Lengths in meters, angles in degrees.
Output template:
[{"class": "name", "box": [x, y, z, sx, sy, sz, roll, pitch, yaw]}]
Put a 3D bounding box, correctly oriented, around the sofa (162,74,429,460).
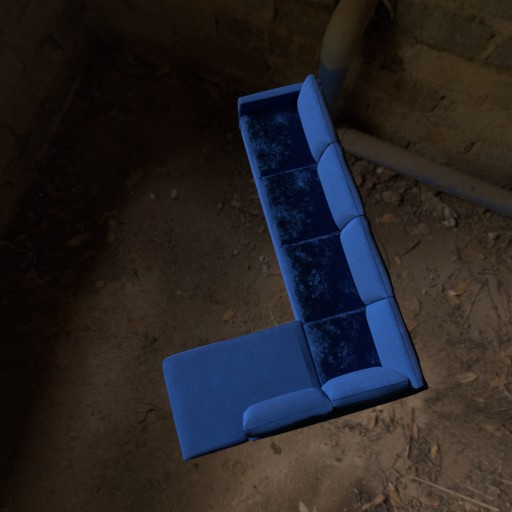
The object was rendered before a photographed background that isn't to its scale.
[{"class": "sofa", "box": [0.000, 0.000, 3.301, 1.707, 0.687, 2.486, -15, 76, -4]}]
